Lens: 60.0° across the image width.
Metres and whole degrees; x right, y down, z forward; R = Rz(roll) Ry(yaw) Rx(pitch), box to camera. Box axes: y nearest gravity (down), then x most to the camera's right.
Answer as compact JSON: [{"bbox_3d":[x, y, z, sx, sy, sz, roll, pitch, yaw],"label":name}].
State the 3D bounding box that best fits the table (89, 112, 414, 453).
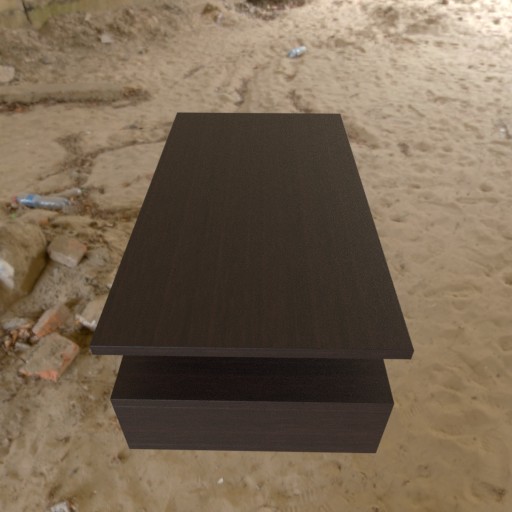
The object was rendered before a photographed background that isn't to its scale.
[{"bbox_3d":[0.000,0.000,1.350,0.590,0.460,1.050,1,41,1],"label":"table"}]
